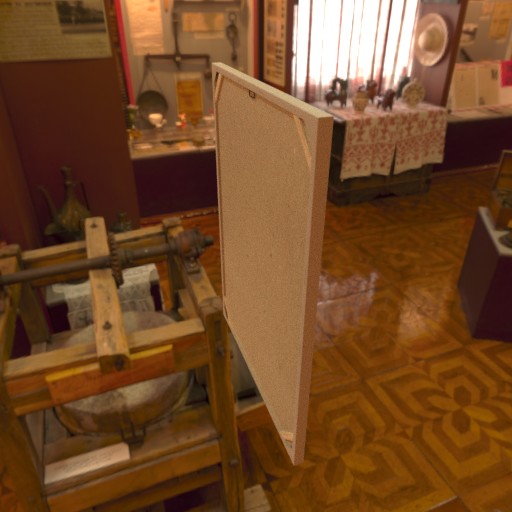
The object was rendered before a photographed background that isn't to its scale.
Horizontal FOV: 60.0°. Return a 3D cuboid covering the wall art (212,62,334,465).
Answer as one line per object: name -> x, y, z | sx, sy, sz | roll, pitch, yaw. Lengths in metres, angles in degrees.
wall art -> 0.000, 0.000, 1.637 | 0.038, 1.212, 0.914 | -10, 32, -17
